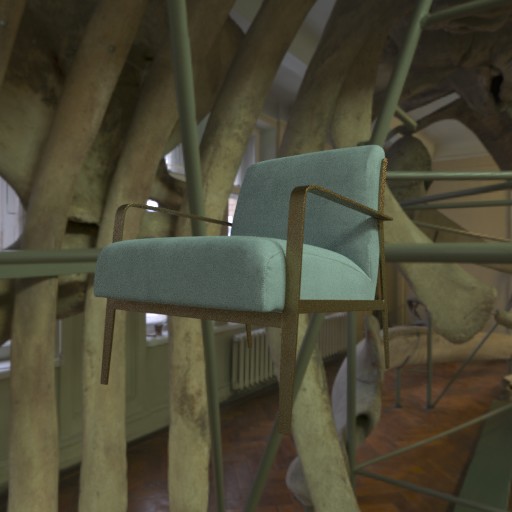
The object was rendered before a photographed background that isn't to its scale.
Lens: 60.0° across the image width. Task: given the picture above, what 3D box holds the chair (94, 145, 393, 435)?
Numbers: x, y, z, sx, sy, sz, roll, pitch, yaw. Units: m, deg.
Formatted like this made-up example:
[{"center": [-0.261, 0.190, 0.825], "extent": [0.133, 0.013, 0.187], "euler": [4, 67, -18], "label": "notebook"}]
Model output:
[{"center": [0.000, 0.000, 1.482], "extent": [0.701, 0.824, 0.842], "euler": [0, 0, 35], "label": "chair"}]
